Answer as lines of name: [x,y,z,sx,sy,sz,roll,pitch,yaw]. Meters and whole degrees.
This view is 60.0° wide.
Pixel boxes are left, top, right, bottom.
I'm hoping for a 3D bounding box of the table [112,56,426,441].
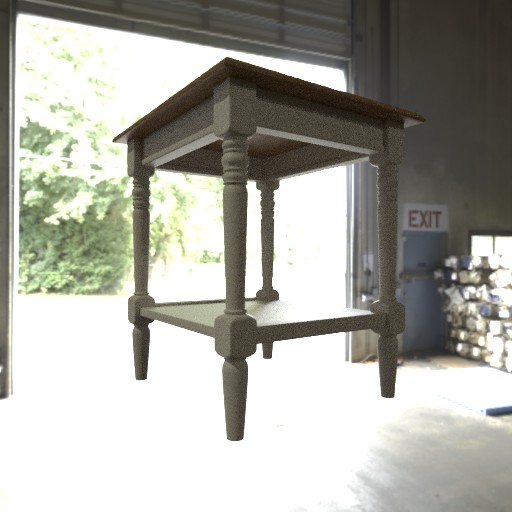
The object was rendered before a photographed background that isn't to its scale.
table: [0.000,0.000,0.946,0.457,0.561,0.508,0,0,-35]
